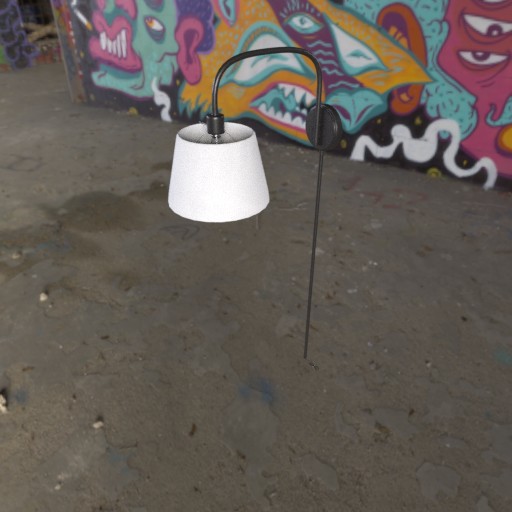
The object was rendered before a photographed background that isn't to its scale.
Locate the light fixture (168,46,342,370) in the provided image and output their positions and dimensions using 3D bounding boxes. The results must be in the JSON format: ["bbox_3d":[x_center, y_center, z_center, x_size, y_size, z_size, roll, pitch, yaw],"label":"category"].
[{"bbox_3d":[0.000,0.000,0.469,0.176,0.399,0.092,-21,38,-30],"label":"light fixture"}]
